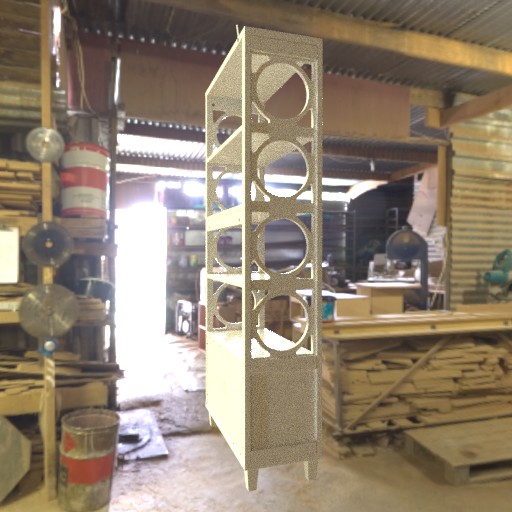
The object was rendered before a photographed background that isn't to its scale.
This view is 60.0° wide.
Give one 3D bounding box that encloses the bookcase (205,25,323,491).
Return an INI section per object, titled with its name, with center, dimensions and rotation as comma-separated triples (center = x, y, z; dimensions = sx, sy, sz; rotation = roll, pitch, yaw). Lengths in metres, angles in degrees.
[bookcase]
center = 0.000, 0.000, 2.136
dimensions = 0.361, 1.869, 0.761
rotation = 0, 1, -18
